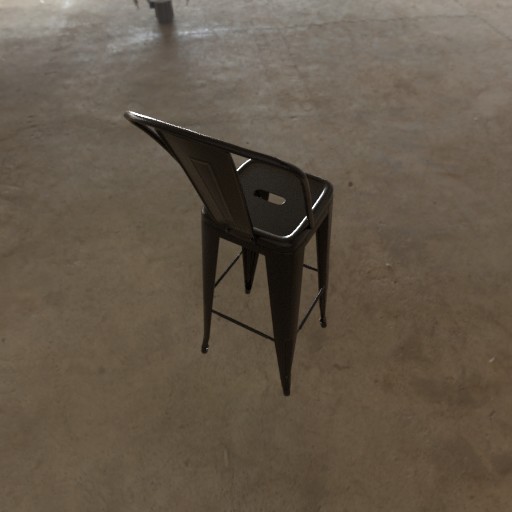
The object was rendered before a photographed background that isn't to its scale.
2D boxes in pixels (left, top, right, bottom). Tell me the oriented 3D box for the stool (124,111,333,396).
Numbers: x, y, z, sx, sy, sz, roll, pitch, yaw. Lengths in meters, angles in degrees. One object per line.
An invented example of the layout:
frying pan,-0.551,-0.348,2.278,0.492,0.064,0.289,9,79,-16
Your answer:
stool,0.000,0.000,1.311,0.399,1.096,0.513,22,51,20
